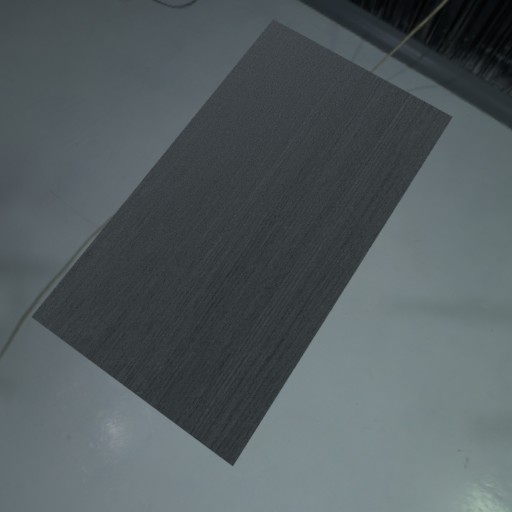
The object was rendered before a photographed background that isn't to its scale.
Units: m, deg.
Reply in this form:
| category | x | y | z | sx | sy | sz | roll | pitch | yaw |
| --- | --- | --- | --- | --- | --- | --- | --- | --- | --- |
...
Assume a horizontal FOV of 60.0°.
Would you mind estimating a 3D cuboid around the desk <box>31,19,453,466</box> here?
| category | x | y | z | sx | sy | sz | roll | pitch | yaw |
| --- | --- | --- | --- | --- | --- | --- | --- | --- | --- |
| desk | 0.000 | 0.000 | 1.310 | 0.498 | 0.724 | 0.893 | 33 | 77 | 9 |
